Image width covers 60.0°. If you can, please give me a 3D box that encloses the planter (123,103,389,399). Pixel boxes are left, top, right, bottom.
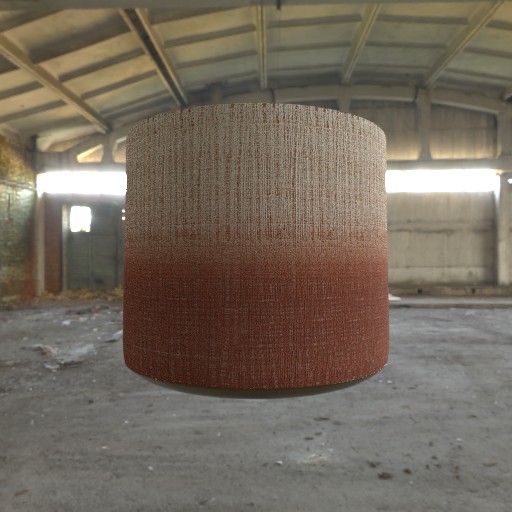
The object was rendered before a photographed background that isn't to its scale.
[{"bbox_3d":[0.000,0.000,0.442,0.254,0.221,0.254,0,-1,0],"label":"planter"}]
